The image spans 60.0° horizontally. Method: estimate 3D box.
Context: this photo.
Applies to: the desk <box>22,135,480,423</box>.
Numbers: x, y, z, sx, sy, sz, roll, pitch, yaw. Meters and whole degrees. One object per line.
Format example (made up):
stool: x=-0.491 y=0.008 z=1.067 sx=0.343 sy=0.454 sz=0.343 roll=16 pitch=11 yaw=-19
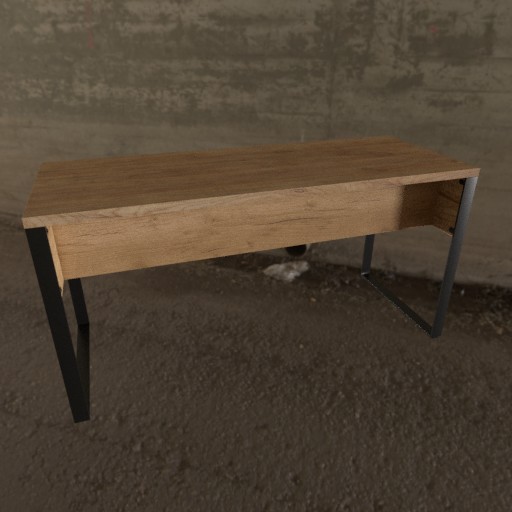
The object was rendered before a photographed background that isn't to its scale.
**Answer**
desk: x=0.000 y=0.000 z=1.823 sx=1.520 sy=0.760 sz=0.600 roll=-9 pitch=28 yaw=-17
